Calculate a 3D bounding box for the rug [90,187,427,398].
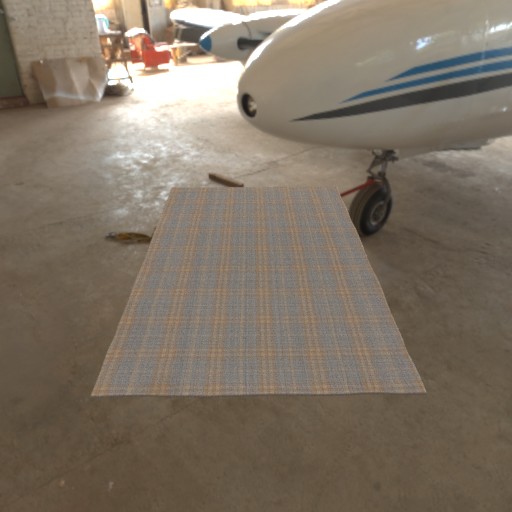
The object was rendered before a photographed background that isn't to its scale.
[{"bbox_3d":[0.000,0.000,3.068,1.545,0.016,2.460,0,31,-1],"label":"rug"}]
